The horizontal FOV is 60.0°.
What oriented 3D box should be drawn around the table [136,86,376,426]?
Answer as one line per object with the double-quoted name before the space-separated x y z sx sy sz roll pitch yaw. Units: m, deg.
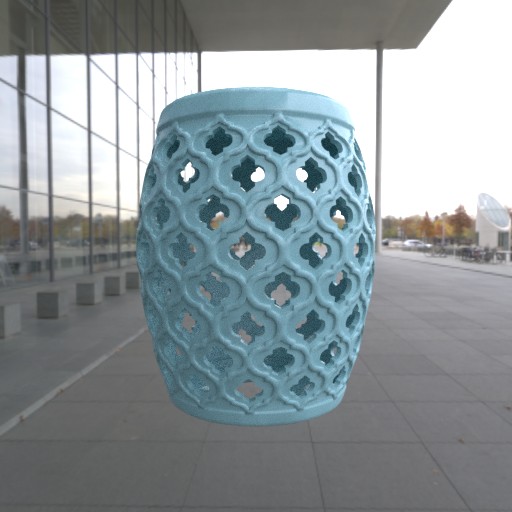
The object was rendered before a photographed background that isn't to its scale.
"table" 0.000 0.000 0.623 0.325 0.388 0.325 0 2 0
